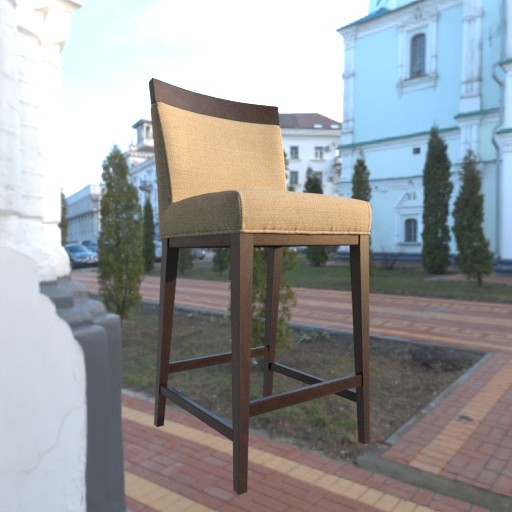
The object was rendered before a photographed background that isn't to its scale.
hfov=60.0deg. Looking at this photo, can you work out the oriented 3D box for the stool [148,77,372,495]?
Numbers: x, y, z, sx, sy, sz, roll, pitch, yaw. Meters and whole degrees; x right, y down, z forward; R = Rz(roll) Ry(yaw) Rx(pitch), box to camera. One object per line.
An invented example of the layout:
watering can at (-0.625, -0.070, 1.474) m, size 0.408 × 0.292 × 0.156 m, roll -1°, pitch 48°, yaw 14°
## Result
stool at (0.000, 0.000, 1.387) m, size 0.511 × 1.117 × 0.531 m, roll -1°, pitch 2°, yaw -36°
